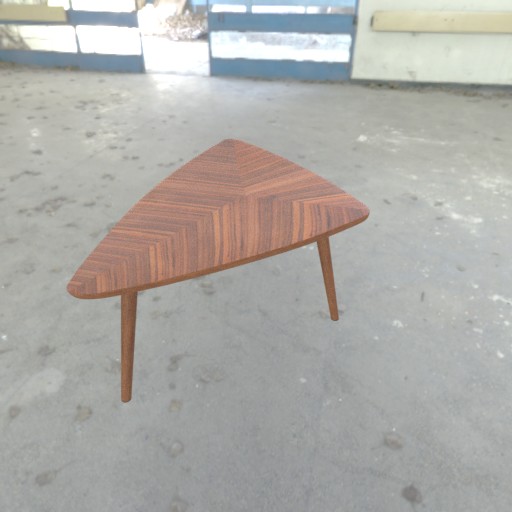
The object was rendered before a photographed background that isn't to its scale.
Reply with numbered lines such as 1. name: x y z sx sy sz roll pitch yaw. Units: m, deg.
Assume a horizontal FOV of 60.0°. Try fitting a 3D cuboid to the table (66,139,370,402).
1. table: 0.000 0.000 1.290 0.601 0.365 1.008 8 32 12
